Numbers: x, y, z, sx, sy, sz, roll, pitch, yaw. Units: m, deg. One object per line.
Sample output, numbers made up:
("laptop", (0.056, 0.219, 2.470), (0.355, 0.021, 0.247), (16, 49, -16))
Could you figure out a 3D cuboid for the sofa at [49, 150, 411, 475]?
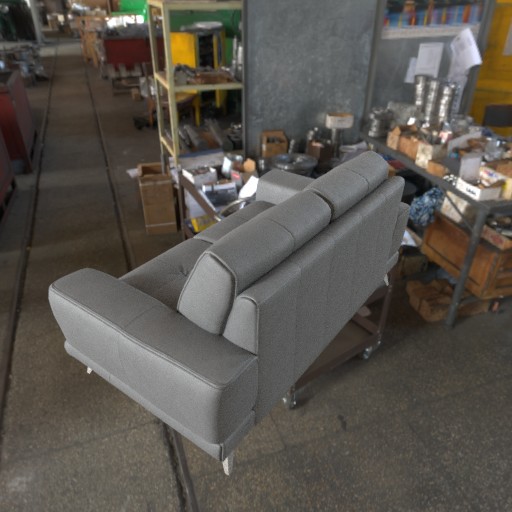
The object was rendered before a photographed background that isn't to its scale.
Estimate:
("sofa", (0.000, 0.000, 2.327), (1.018, 0.907, 1.806), (21, 38, 30))
